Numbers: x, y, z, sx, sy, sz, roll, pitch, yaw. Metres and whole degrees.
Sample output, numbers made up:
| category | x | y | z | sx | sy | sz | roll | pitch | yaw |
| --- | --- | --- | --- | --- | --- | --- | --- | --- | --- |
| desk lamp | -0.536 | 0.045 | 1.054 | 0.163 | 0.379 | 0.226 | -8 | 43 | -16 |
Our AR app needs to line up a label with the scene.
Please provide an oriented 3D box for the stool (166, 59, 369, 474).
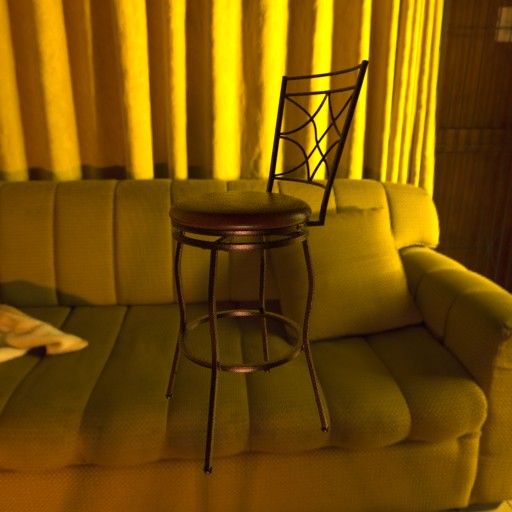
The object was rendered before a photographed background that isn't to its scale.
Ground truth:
| category | x | y | z | sx | sy | sz | roll | pitch | yaw |
| --- | --- | --- | --- | --- | --- | --- | --- | --- | --- |
| stool | 0.000 | 0.000 | 1.399 | 0.534 | 1.117 | 0.434 | -8 | 18 | -25 |
